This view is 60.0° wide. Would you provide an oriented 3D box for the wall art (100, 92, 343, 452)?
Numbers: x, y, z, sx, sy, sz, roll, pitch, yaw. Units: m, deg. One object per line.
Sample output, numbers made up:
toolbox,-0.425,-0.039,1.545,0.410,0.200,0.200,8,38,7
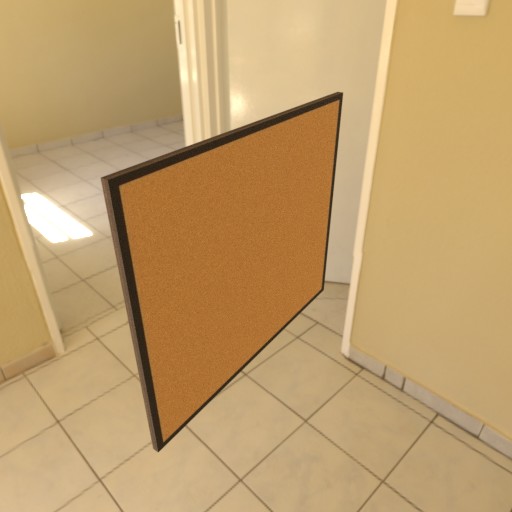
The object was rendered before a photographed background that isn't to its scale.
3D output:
wall art,0.000,0.000,1.473,0.023,0.875,1.033,21,37,30
